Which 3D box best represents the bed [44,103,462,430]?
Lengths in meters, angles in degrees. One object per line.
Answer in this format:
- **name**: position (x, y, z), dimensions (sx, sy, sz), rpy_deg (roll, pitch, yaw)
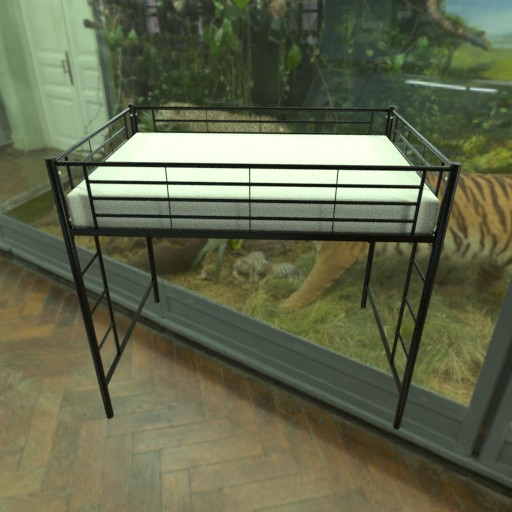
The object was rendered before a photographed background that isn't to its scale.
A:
- **bed**: position (0.000, 0.000, 3.135), dimensions (1.994, 1.803, 1.397), rpy_deg (1, 29, 2)
